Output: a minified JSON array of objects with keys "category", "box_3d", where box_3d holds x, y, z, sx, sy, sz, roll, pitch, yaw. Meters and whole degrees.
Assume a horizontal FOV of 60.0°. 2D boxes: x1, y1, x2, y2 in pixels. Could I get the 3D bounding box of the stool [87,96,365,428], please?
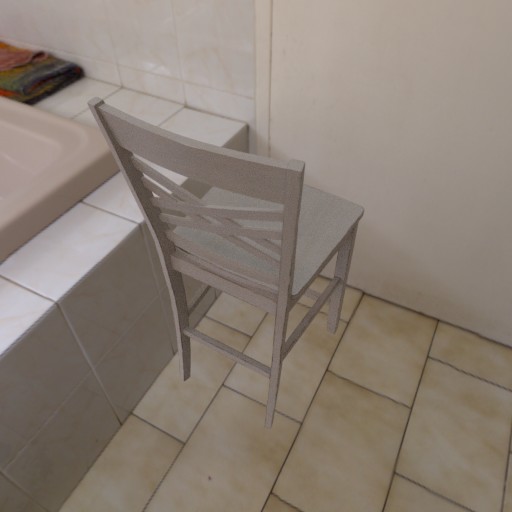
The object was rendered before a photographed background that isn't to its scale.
[{"category":"stool","box_3d":[0.000,0.000,1.315,0.462,1.079,0.539,23,50,21]}]
